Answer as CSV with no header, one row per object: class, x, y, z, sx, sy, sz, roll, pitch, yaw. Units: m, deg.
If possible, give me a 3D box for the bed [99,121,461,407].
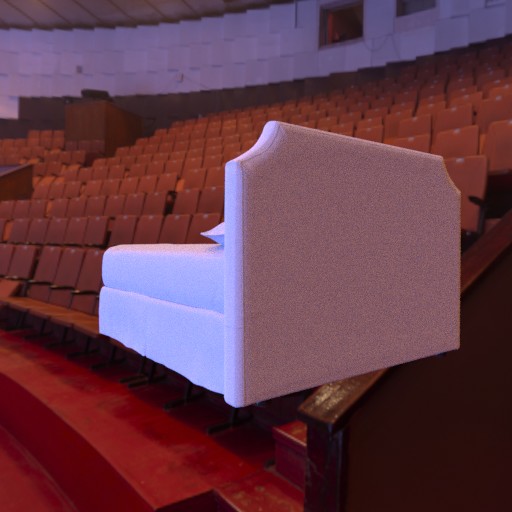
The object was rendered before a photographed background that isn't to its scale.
bed,0.000,0.000,3.260,1.828,1.297,2.164,-1,2,-37
